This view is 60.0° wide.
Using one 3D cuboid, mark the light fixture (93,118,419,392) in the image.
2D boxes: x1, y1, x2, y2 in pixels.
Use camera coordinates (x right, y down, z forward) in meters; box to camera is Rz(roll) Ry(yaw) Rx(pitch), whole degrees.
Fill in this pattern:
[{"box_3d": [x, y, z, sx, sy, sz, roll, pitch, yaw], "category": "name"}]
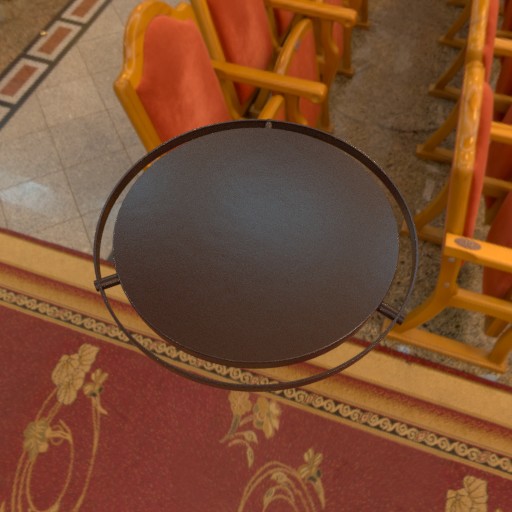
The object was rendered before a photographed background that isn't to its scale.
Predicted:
[{"box_3d": [0.000, 0.000, 0.551, 0.361, 0.130, 0.361, 0, 58, 0], "category": "light fixture"}]
